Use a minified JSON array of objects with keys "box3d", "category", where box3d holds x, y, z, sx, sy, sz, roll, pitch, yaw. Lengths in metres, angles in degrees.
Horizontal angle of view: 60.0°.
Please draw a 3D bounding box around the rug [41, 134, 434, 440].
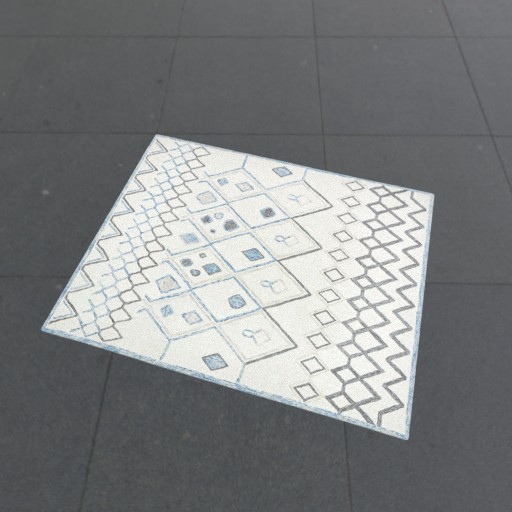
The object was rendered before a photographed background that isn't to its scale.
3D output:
[{"box3d":[0.000,0.000,4.112,3.056,0.013,2.441,14,59,9],"category":"rug"}]
